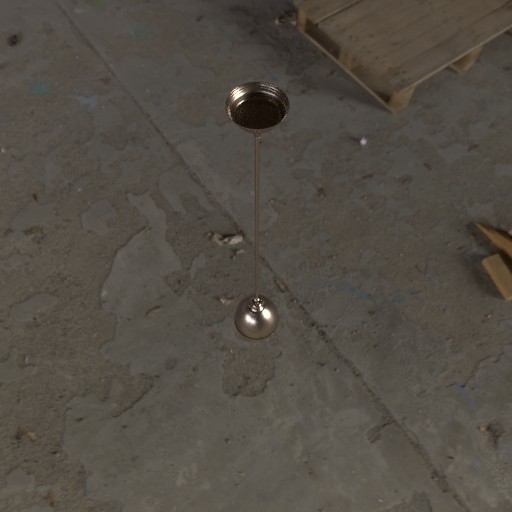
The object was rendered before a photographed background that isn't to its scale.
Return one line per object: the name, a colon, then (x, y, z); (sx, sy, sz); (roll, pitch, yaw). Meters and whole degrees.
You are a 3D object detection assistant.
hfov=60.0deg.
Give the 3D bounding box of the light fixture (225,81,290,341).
light fixture: (0.000, 0.000, 1.504); (0.217, 1.367, 0.211); (-14, 65, -7)
